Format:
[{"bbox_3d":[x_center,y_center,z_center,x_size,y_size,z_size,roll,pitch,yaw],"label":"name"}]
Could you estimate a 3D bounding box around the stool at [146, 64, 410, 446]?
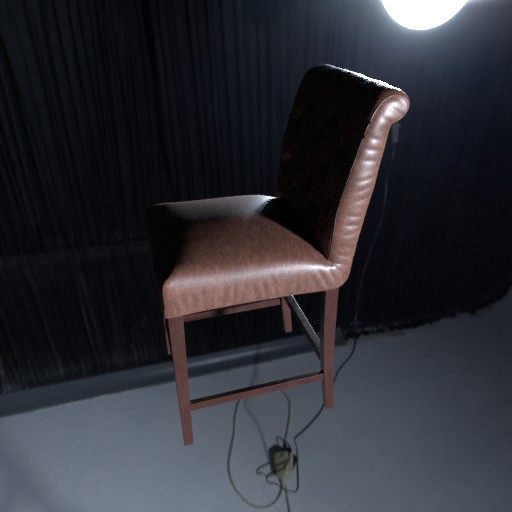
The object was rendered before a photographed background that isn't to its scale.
[{"bbox_3d":[0.000,0.000,1.438,0.660,1.084,0.486,-9,33,-14],"label":"stool"}]
